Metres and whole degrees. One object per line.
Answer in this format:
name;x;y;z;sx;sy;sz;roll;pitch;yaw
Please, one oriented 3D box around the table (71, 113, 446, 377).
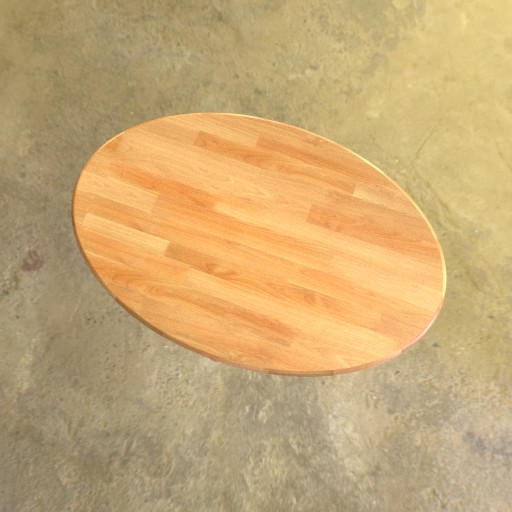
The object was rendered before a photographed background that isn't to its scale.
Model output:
table;0.000;0.000;1.399;1.040;0.490;0.690;19;77;5
